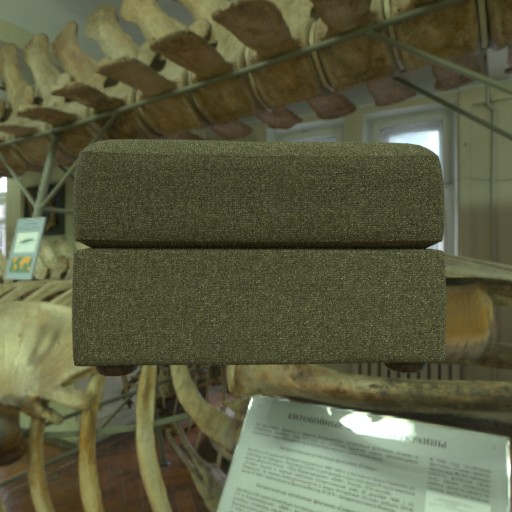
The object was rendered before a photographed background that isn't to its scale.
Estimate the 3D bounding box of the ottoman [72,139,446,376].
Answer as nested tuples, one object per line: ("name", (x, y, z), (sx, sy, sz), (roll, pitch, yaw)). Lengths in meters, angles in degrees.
("ottoman", (0.000, 0.000, 1.117), (0.742, 0.476, 0.598), (0, -1, -3))
